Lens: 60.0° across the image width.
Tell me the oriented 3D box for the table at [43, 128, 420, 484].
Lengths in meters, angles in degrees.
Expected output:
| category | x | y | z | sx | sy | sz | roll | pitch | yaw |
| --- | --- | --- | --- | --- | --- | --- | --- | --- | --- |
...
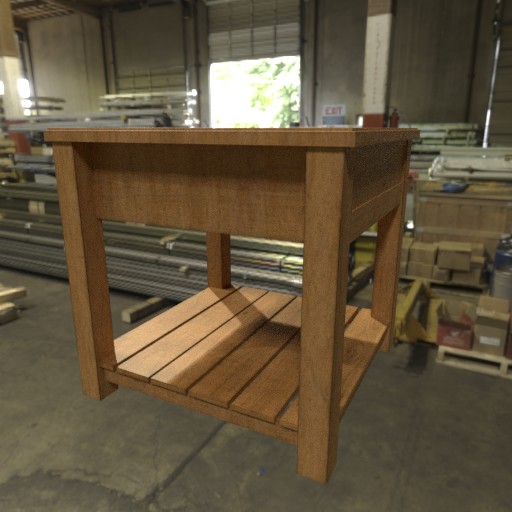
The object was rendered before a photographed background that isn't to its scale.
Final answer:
| category | x | y | z | sx | sy | sz | roll | pitch | yaw |
| --- | --- | --- | --- | --- | --- | --- | --- | --- | --- |
| table | 0.000 | 0.000 | 1.068 | 0.616 | 0.593 | 0.612 | 8 | 18 | 26 |
